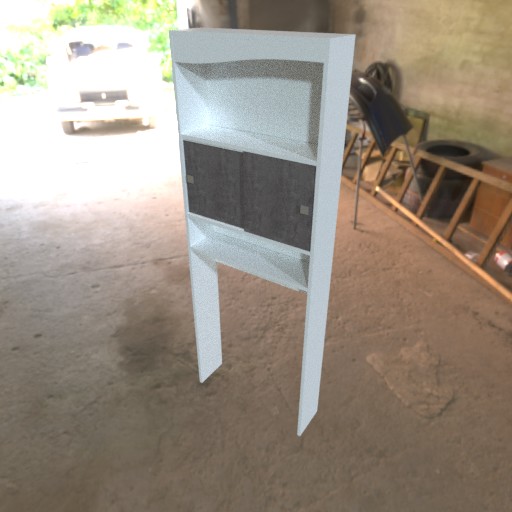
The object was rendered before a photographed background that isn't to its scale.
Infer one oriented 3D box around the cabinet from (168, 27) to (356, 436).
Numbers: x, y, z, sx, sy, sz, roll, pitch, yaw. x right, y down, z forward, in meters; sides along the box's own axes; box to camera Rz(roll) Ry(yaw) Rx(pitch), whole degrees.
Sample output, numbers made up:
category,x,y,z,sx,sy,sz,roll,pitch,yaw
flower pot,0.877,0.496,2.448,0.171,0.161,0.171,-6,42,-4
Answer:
category,x,y,z,sx,sy,sz,roll,pitch,yaw
cabinet,0.000,0.000,1.960,0.643,1.770,0.192,19,35,29
